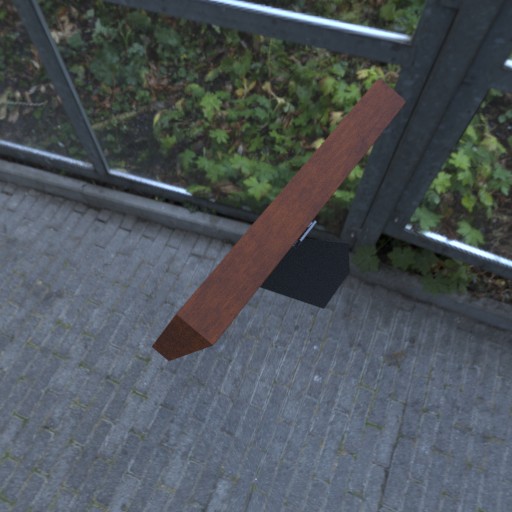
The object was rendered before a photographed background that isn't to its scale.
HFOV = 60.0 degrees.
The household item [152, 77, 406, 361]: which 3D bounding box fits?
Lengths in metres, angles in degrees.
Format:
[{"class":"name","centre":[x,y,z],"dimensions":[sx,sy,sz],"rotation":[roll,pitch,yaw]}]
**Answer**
[{"class":"household item","centre":[0.000,0.000,0.297],"dimensions":[0.096,0.204,0.160],"rotation":[33,68,15]}]
